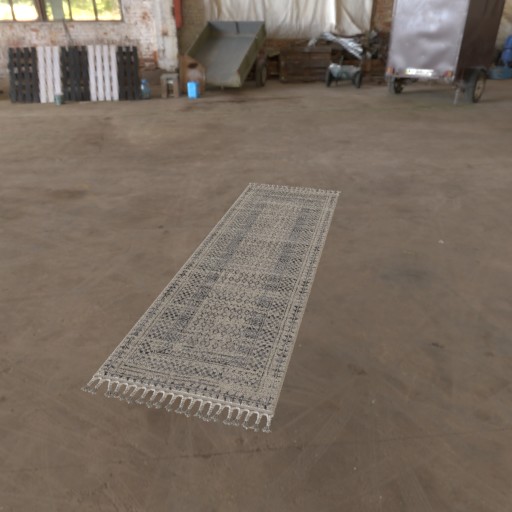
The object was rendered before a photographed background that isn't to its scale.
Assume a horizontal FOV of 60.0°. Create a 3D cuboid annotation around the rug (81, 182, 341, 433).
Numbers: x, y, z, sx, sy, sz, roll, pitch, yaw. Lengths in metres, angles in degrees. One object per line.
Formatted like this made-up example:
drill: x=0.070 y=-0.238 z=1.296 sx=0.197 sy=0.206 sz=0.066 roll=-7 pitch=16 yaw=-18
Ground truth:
rug: x=0.000 y=0.000 z=2.705 sx=0.786 sy=0.013 sz=2.480 roll=8 pitch=30 yaw=13
